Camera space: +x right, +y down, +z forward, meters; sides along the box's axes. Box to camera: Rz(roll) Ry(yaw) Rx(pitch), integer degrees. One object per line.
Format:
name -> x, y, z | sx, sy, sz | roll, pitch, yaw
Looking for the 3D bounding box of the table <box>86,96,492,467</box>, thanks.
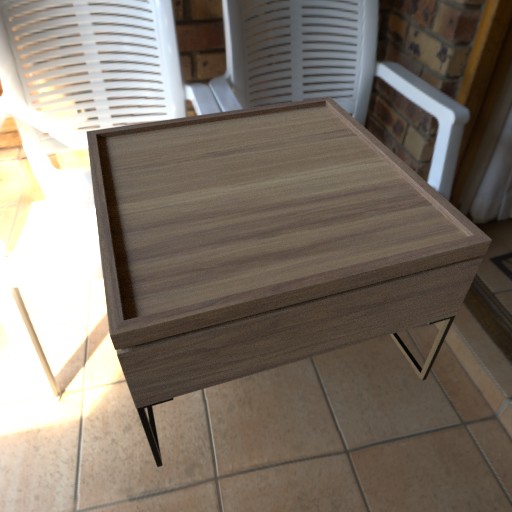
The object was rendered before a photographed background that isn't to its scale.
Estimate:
table -> 0.000, 0.000, 1.116 | 0.679, 0.464, 0.676 | -13, 44, -14
